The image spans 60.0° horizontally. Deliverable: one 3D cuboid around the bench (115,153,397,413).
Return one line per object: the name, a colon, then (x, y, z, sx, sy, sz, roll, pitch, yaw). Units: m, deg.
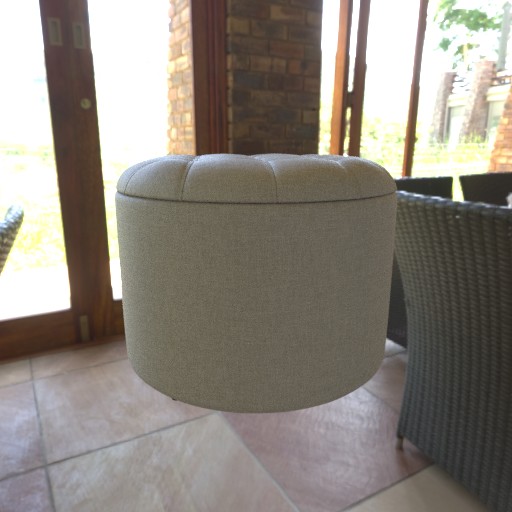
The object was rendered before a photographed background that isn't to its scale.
bench: (0.000, 0.000, 1.017, 0.600, 0.453, 0.600, 0, 14, 0)
